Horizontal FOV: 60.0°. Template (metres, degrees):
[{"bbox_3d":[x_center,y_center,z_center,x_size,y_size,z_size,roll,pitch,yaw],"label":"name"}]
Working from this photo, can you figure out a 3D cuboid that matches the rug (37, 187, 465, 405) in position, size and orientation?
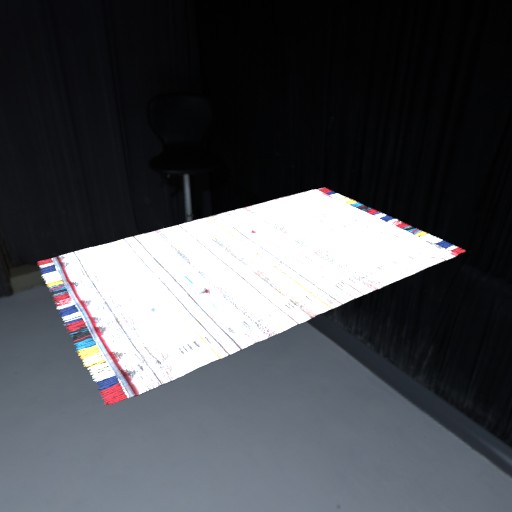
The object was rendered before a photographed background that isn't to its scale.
[{"bbox_3d":[0.000,0.000,2.923,2.465,0.012,1.465,-18,34,-29],"label":"rug"}]
